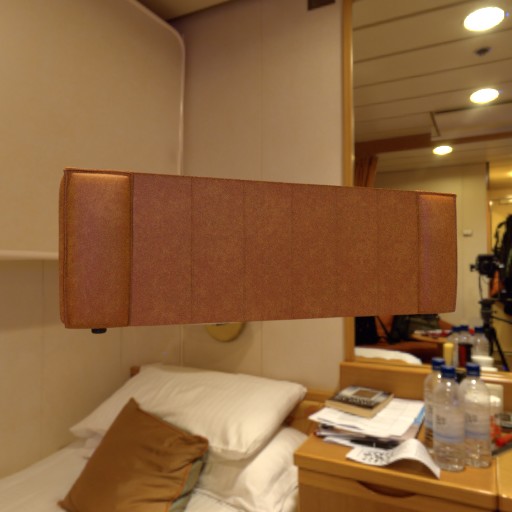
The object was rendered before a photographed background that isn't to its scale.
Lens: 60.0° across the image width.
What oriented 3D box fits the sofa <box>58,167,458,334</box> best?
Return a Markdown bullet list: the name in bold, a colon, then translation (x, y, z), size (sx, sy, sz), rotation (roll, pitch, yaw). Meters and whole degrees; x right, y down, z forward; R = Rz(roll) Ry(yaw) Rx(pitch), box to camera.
- **sofa**: translation (0.000, 0.000, 2.618), size (2.088, 0.703, 1.102), rotation (1, -2, -19)
